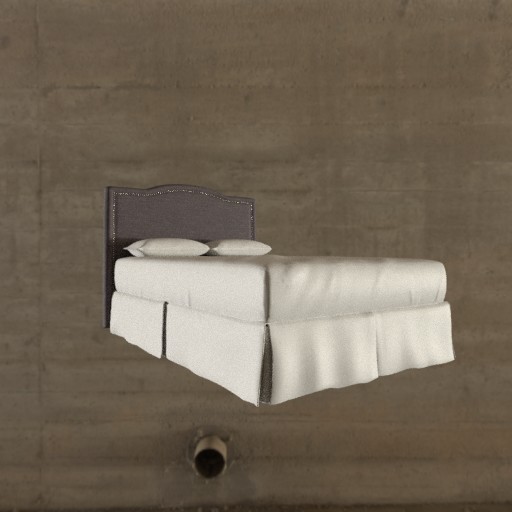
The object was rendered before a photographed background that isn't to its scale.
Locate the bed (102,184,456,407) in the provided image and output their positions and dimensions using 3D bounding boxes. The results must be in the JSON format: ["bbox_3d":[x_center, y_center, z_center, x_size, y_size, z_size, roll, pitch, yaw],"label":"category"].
[{"bbox_3d":[0.000,0.000,3.592,1.741,1.441,2.507,0,1,-35],"label":"bed"}]
